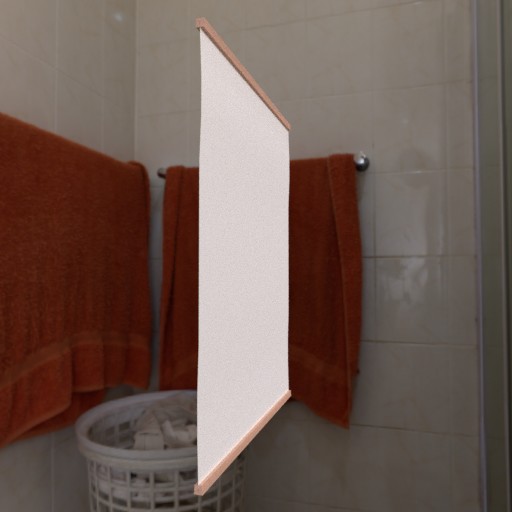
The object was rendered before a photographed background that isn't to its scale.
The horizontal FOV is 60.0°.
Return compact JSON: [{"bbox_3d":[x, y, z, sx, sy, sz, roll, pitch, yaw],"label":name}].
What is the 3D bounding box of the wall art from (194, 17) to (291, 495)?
[{"bbox_3d":[0.000,0.000,1.294,0.020,1.013,0.758,-1,-2,18],"label":"wall art"}]
